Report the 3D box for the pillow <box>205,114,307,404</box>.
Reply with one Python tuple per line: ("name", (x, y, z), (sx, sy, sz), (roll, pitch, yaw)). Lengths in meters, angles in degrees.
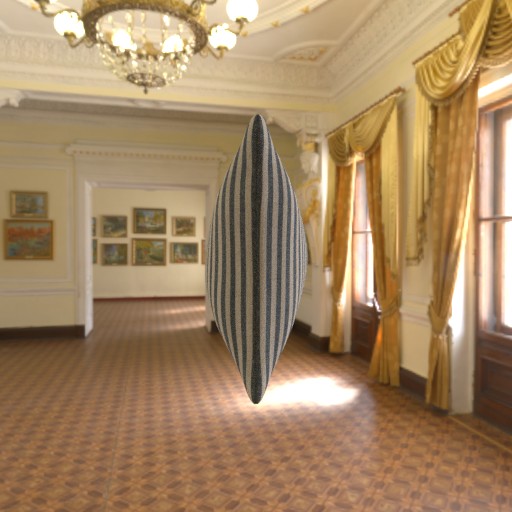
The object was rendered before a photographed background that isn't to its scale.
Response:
("pillow", (0.000, 0.000, 0.749), (0.151, 0.295, 0.617), (0, 1, -1))
